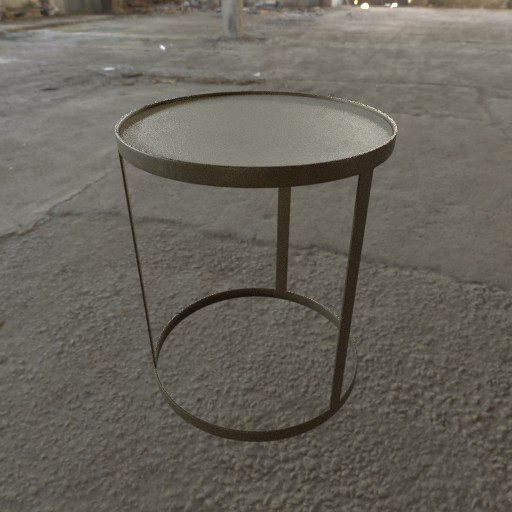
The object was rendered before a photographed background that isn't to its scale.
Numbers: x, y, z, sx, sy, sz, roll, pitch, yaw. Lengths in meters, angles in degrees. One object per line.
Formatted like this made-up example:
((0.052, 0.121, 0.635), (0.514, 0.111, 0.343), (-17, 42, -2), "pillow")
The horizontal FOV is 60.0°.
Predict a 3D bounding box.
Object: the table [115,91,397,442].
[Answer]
((0.000, 0.000, 0.928), (0.480, 0.565, 0.480), (0, 32, 0), "table")
